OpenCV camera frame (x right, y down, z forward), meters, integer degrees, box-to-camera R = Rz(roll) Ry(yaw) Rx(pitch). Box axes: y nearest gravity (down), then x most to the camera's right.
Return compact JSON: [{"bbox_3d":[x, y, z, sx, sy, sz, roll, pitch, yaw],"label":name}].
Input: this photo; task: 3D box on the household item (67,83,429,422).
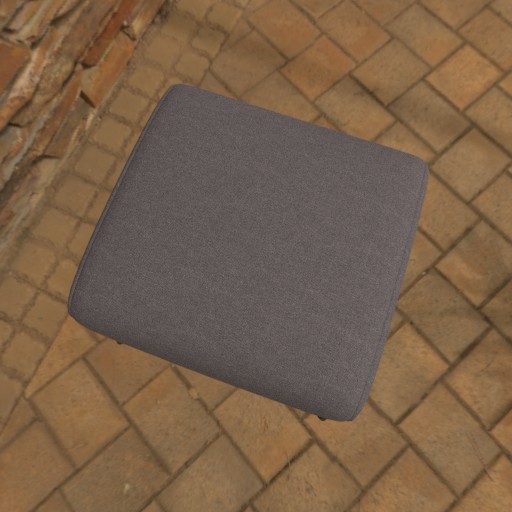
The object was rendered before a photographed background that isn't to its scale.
[{"bbox_3d":[0.000,0.000,0.913,0.530,0.410,0.530,19,75,5],"label":"household item"}]
